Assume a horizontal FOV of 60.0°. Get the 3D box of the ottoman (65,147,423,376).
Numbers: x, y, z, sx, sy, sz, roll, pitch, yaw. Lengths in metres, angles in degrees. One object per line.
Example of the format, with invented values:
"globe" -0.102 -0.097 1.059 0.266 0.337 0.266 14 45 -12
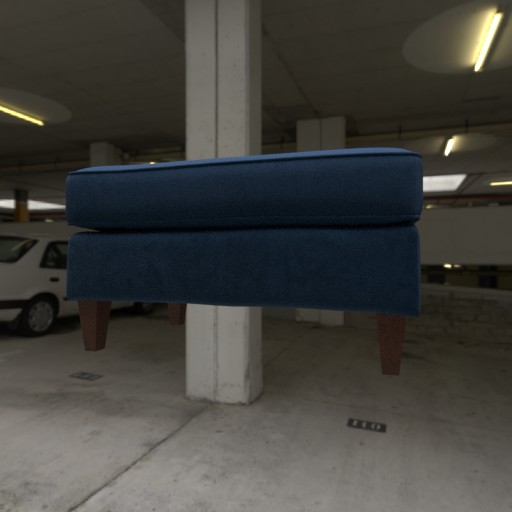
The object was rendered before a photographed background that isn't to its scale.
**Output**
"ottoman" 0.000 0.000 1.241 0.862 0.484 0.583 0 0 18
